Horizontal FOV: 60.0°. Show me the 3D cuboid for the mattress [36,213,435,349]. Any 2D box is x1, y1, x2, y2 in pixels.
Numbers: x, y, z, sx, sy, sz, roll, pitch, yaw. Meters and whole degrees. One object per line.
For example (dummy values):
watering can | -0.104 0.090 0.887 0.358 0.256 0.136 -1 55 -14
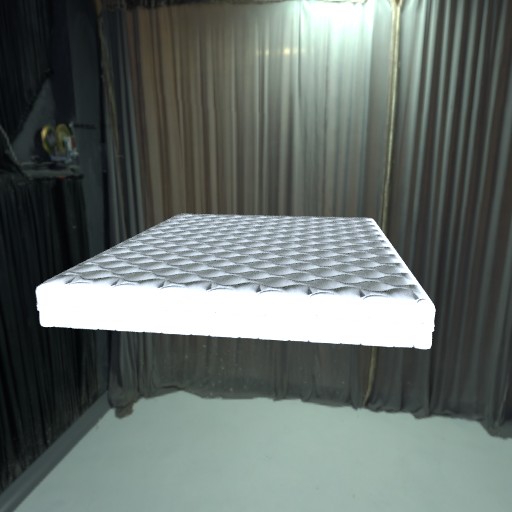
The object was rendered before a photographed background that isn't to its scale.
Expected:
mattress | 0.000 0.000 2.656 1.600 0.200 1.900 2 14 8
